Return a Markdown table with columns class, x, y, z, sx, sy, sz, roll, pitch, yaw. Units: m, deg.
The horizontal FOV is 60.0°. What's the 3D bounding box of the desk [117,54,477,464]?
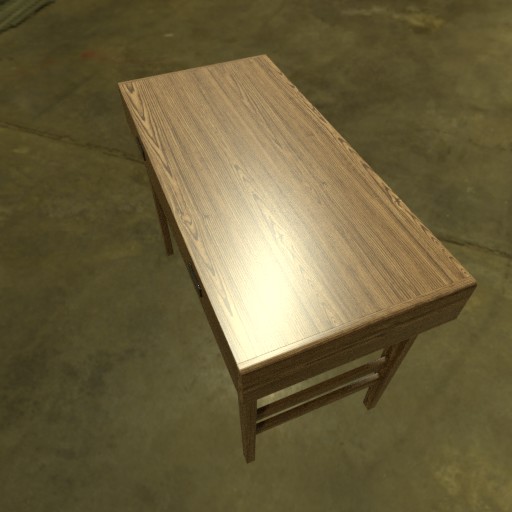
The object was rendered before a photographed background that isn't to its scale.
| class | x | y | z | sx | sy | sz | roll | pitch | yaw |
| --- | --- | --- | --- | --- | --- | --- | --- | --- | --- |
| desk | 0.000 | 0.000 | 1.418 | 0.508 | 0.755 | 1.067 | -18 | 52 | -15 |
